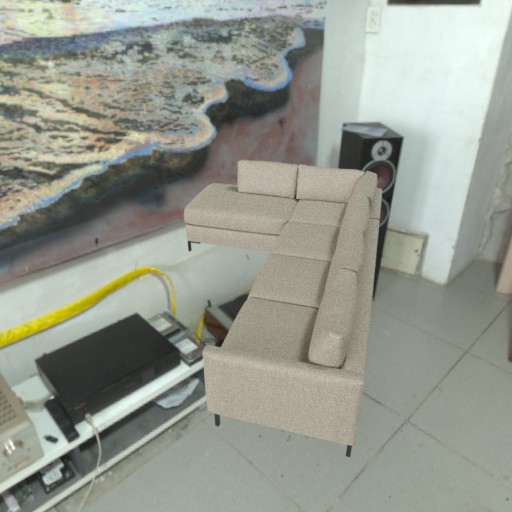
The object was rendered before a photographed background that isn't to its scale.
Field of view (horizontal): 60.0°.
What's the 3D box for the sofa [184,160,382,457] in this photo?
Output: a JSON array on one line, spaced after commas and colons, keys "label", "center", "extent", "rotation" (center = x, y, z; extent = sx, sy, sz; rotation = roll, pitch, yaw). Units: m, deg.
[{"label": "sofa", "center": [0.000, 0.000, 3.126], "extent": [1.617, 0.703, 2.423], "rotation": [8, 30, 14]}]
